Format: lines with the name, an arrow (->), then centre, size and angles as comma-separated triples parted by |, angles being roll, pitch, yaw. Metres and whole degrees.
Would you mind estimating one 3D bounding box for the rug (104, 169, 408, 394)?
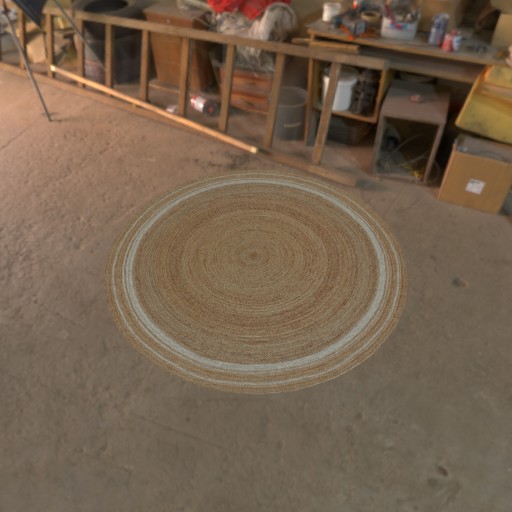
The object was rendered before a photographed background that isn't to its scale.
rug -> 0.000, 0.000, 3.672 | 2.444, 0.015, 2.444 | 0, 46, 0
